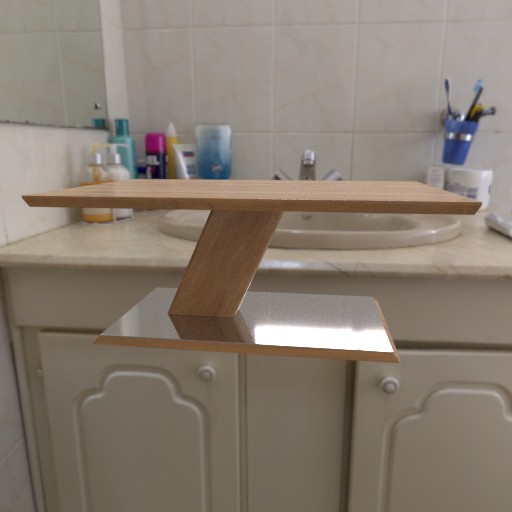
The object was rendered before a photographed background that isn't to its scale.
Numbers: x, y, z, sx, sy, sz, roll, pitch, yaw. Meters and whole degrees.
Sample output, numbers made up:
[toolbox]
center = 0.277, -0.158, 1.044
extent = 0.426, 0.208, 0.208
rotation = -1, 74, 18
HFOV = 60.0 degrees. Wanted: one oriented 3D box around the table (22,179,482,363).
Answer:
[table]
center = 0.000, 0.000, 1.429
extent = 1.100, 0.441, 0.692
rotation = 2, 13, 8
